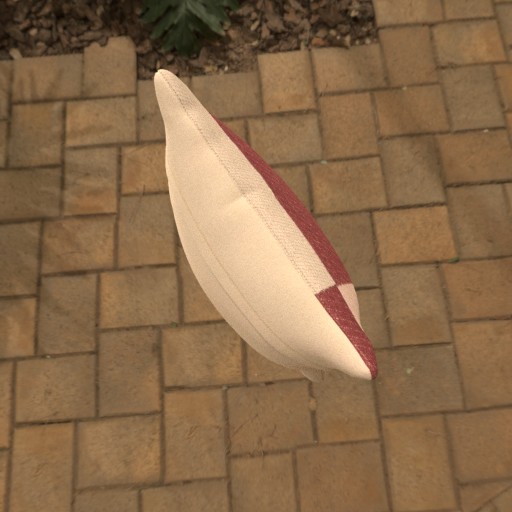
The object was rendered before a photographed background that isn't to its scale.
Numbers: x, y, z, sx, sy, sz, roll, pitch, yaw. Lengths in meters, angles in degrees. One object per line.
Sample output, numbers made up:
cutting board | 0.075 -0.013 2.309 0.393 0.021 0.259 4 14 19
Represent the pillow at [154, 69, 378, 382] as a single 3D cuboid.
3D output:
pillow | 0.000 0.000 0.815 0.229 0.506 0.536 -33 77 -8
